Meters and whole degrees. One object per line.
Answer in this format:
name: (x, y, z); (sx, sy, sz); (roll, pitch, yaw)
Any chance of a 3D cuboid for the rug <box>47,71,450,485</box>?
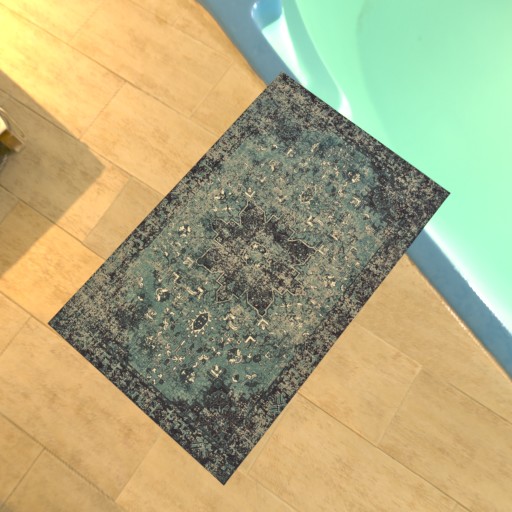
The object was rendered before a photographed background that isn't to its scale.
rug: (0.000, 0.000, 2.999); (1.525, 0.007, 2.440); (39, 80, 8)
